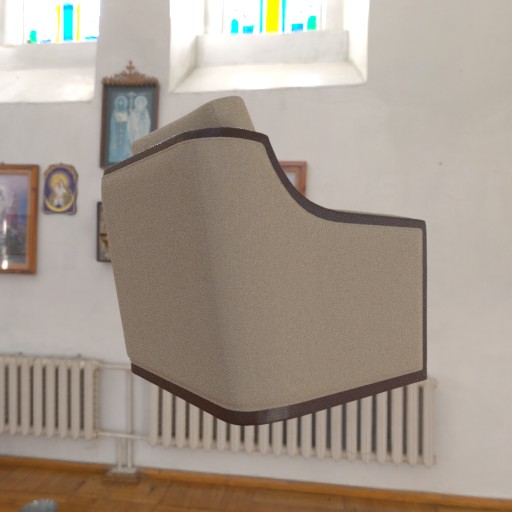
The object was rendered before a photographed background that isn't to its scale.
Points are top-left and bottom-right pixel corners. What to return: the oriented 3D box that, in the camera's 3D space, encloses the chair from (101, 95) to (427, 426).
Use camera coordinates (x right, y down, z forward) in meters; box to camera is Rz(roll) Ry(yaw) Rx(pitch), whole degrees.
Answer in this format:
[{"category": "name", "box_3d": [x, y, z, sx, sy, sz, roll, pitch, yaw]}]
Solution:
[{"category": "chair", "box_3d": [0.000, 0.000, 1.659, 0.950, 0.930, 0.870, 0, 0, -37]}]
